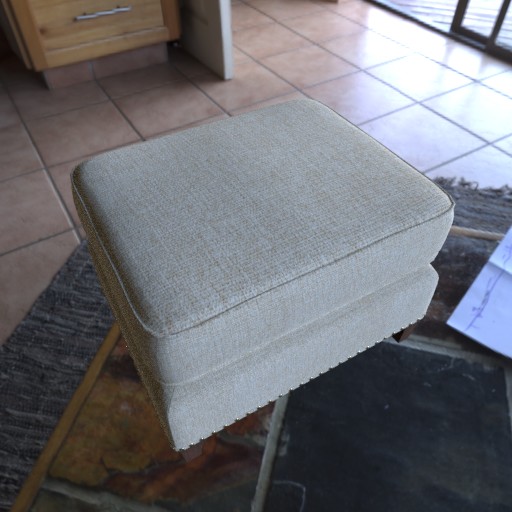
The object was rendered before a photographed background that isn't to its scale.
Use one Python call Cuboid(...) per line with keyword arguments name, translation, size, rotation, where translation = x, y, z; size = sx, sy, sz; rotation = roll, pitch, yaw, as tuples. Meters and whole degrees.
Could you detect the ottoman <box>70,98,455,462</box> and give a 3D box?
Cuboid(name="ottoman", translation=(0.000, 0.000, 1.125), size=(0.738, 0.537, 0.589), rotation=(-23, 50, -20))
